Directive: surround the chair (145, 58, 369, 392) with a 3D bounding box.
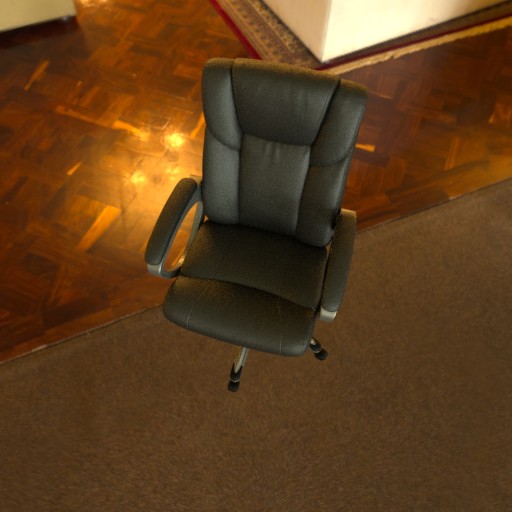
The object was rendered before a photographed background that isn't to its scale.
[{"bbox_3d":[0.000,0.000,1.610,0.721,1.130,0.719,15,60,9],"label":"chair"}]
